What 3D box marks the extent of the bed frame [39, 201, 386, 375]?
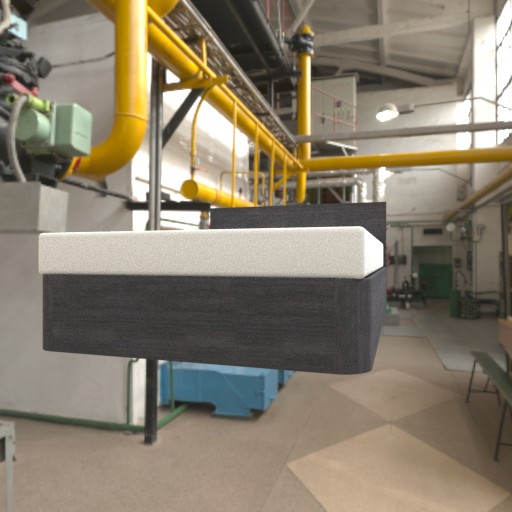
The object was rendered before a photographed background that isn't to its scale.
[{"bbox_3d":[0.000,0.000,2.569,1.400,0.800,1.900,0,0,18],"label":"bed frame"}]
